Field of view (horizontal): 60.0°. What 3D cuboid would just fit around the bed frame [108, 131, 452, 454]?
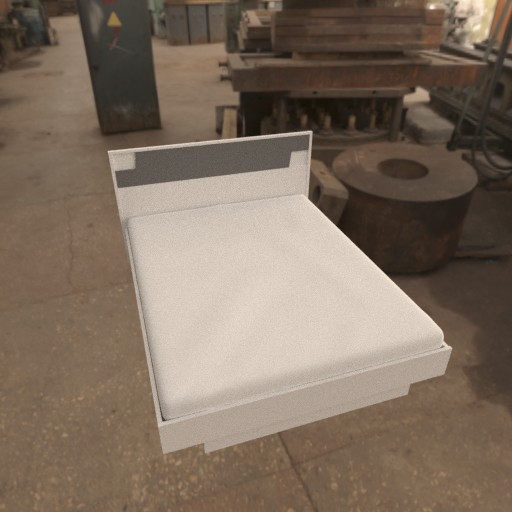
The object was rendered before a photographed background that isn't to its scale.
[{"bbox_3d":[0.000,0.000,3.063,1.711,1.001,2.100,-10,33,-15],"label":"bed frame"}]
